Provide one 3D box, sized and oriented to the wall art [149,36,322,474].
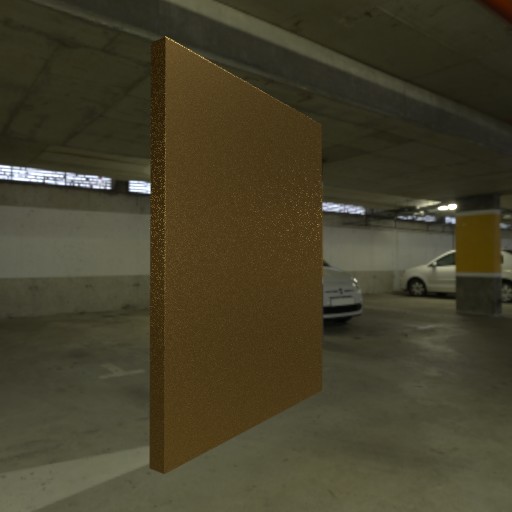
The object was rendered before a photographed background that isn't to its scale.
[{"bbox_3d":[0.000,0.000,1.032,0.038,0.762,0.610,-1,-1,35],"label":"wall art"}]
